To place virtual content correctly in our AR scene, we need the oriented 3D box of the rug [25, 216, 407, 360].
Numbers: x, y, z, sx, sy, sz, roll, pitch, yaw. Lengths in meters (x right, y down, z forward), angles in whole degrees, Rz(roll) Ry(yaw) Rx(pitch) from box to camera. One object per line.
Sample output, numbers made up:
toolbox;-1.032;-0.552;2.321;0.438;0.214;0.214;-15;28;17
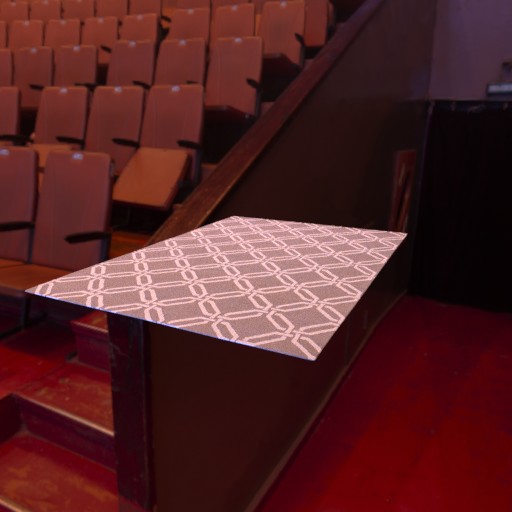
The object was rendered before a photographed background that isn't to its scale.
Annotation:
rug;0.000;0.000;4.471;2.441;0.020;3.419;8;18;25
